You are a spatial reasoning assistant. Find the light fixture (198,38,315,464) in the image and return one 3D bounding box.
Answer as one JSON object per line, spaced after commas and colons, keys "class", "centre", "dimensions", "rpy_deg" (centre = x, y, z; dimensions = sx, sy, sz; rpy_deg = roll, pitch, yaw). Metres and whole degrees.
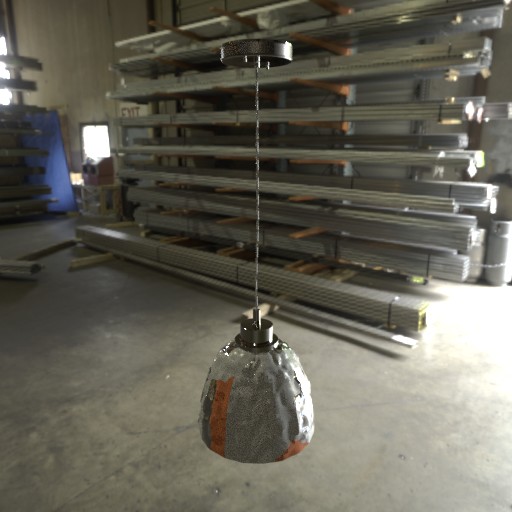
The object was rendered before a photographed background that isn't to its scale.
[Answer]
{"class": "light fixture", "centre": [0.000, 0.000, 1.739], "dimensions": [0.500, 1.511, 0.496], "rpy_deg": [7, 16, 26]}
